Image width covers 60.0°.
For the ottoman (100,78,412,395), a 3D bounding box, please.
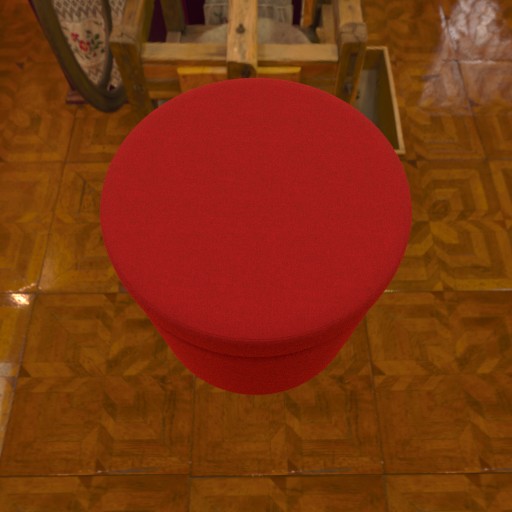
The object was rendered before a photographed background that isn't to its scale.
[{"bbox_3d":[0.000,0.000,0.739,0.400,0.406,0.400,0,64,0],"label":"ottoman"}]
